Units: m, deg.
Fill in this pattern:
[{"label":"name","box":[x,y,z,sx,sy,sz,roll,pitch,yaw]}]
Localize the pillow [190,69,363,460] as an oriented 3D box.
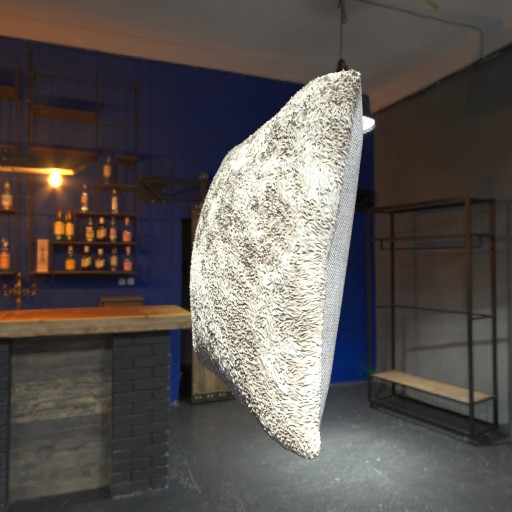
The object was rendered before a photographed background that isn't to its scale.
[{"label":"pillow","box":[0.000,0.000,0.801,0.218,0.515,0.529,0,0,-20]}]
